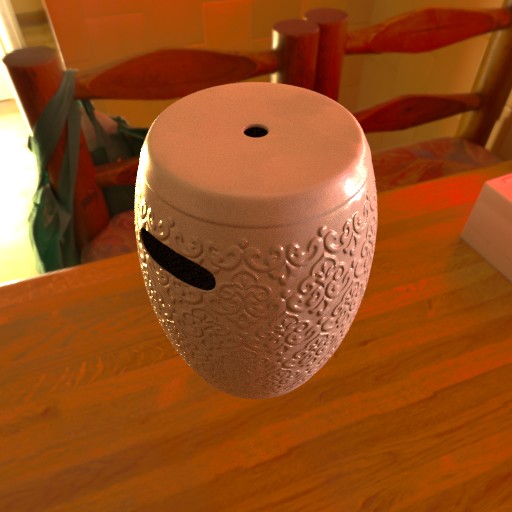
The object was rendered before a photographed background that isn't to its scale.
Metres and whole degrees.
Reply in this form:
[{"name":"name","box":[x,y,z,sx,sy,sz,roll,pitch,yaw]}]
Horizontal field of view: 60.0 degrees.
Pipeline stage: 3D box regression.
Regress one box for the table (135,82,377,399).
[{"name":"table","box":[0.000,0.000,0.618,0.309,0.397,0.309,0,47,0]}]
